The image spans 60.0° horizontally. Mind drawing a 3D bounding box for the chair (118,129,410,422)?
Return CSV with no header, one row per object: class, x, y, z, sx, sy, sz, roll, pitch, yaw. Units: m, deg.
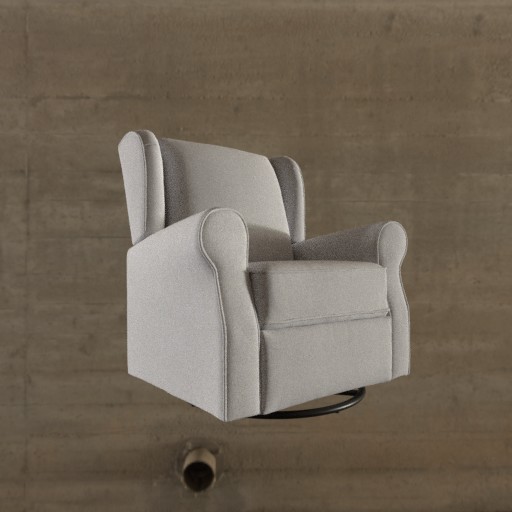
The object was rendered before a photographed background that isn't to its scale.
chair,0.000,0.000,1.695,0.906,0.967,0.854,0,-1,-37
